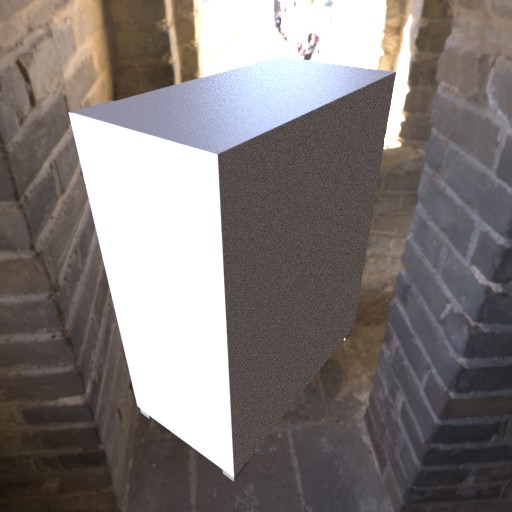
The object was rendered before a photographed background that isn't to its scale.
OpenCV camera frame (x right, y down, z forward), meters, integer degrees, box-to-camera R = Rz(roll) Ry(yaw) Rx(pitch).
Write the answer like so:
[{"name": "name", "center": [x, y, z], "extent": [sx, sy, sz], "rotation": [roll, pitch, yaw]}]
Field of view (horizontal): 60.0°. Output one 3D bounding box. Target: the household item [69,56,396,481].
[{"name": "household item", "center": [0.000, 0.000, 1.392], "extent": [0.420, 1.010, 0.790], "rotation": [22, 40, 29]}]
